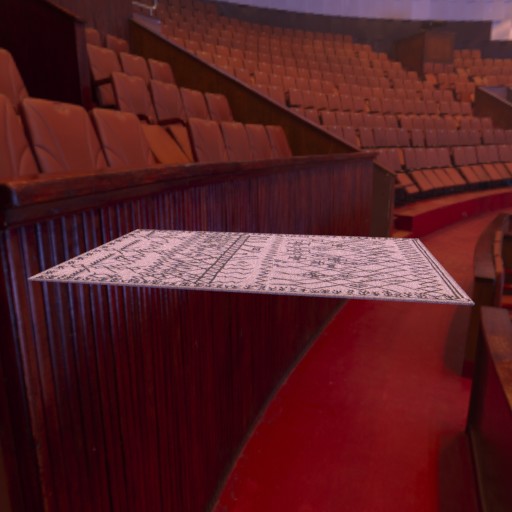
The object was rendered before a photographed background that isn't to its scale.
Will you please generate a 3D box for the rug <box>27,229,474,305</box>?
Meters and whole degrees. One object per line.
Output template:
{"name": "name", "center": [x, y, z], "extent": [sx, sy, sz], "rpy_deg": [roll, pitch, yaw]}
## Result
{"name": "rug", "center": [0.000, 0.000, 3.108], "extent": [2.444, 0.012, 1.526], "rpy_deg": [2, 15, 9]}
